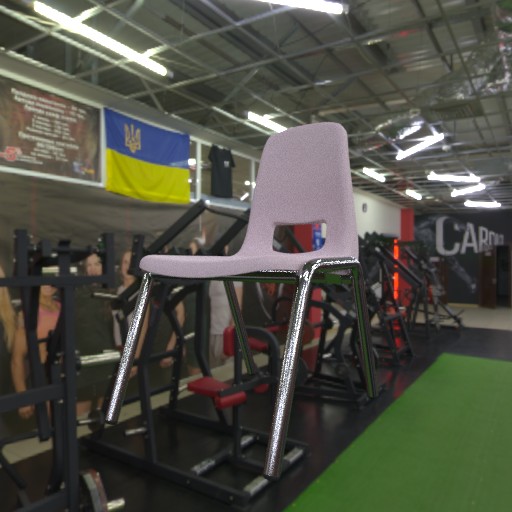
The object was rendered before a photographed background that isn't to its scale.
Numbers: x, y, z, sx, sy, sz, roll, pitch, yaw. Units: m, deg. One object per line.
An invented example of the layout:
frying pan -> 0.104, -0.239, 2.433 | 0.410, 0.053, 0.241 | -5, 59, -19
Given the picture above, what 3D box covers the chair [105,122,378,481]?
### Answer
chair -> 0.000, 0.000, 0.837 | 0.354, 0.586, 0.423 | 0, 0, 35
